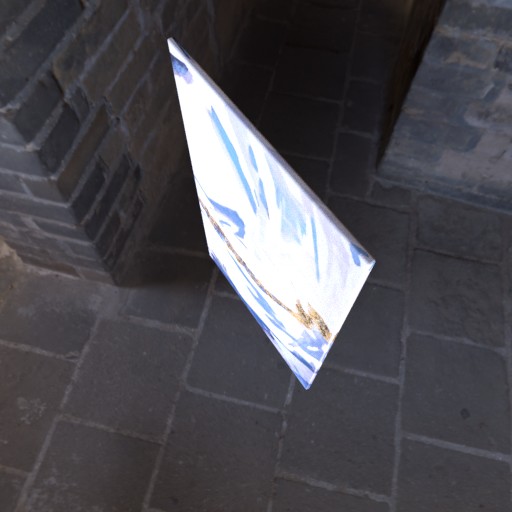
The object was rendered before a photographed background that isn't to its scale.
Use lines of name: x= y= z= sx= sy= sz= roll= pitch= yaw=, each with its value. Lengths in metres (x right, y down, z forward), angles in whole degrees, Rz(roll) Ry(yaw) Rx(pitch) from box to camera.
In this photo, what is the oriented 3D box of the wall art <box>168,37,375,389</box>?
wall art: x=0.000 y=0.000 z=1.169 sx=0.016 sy=0.914 sz=0.610 roll=-31 pitch=66 yaw=-15
